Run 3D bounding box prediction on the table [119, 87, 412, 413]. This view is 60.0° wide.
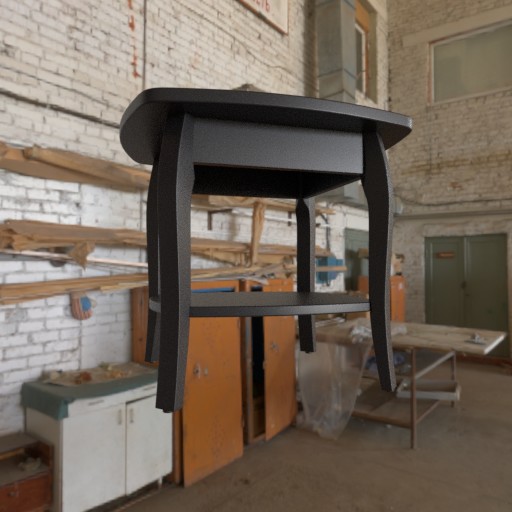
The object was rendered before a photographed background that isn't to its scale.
[{"bbox_3d":[0.000,0.000,0.857,0.508,0.457,0.457,0,-1,-17],"label":"table"}]
